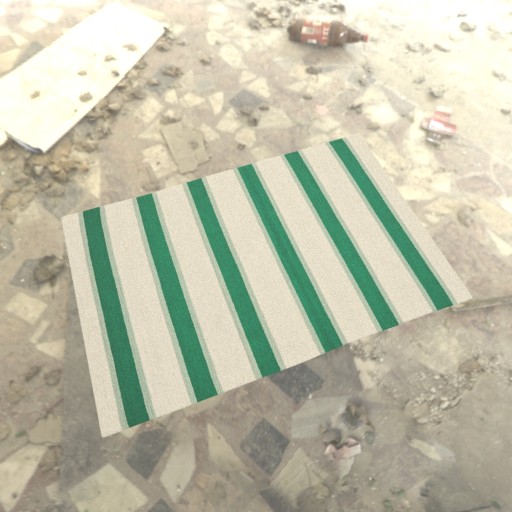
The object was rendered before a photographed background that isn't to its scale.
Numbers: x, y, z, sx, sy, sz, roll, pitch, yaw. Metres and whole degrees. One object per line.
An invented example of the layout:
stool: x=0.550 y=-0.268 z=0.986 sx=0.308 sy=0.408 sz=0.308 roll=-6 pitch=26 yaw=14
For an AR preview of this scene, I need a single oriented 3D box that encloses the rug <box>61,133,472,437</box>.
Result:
rug: x=0.000 y=0.000 z=2.309 sx=1.829 sy=0.012 sz=1.210 roll=-18 pitch=61 yaw=-10
